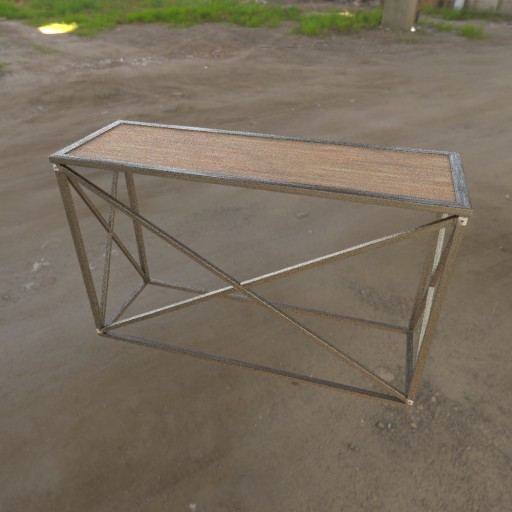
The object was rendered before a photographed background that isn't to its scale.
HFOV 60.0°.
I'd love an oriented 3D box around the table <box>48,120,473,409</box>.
[{"bbox_3d":[0.000,0.000,1.583,1.216,0.753,0.402,10,35,14],"label":"table"}]
